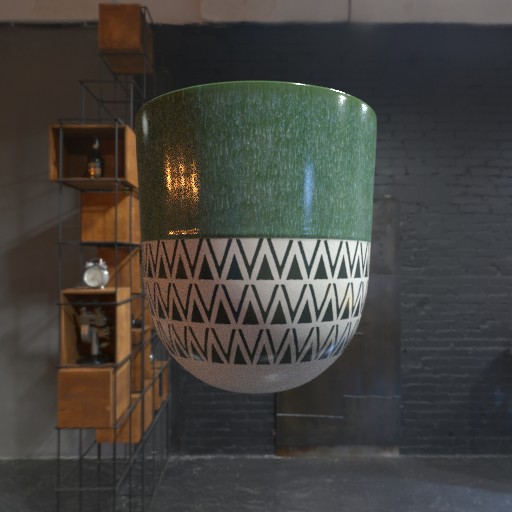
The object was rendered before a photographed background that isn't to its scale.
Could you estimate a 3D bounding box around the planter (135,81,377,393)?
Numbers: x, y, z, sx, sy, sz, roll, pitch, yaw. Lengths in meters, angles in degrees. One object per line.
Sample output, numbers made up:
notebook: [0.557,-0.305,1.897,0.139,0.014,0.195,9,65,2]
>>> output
planter: [0.000,0.000,0.369,0.195,0.214,0.195,0,-1,0]
